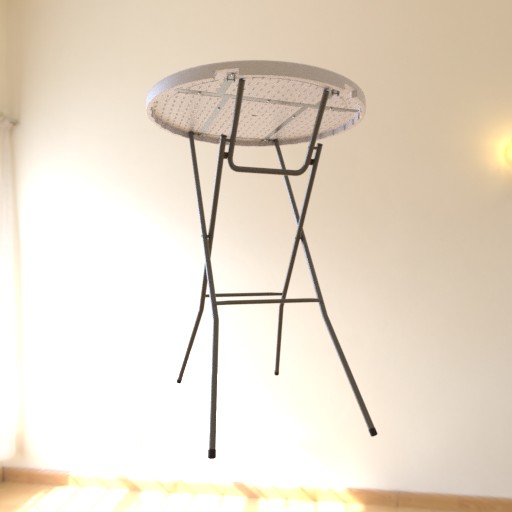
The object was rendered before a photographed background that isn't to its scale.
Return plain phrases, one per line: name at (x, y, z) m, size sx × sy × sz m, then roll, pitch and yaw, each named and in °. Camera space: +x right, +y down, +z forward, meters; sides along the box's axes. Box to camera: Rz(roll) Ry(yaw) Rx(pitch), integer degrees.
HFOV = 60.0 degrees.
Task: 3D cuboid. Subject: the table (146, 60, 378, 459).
table at (0.000, 0.000, 1.643) m, size 0.792 × 1.105 × 0.795 m, roll 0°, pitch -1°, yaw -18°
